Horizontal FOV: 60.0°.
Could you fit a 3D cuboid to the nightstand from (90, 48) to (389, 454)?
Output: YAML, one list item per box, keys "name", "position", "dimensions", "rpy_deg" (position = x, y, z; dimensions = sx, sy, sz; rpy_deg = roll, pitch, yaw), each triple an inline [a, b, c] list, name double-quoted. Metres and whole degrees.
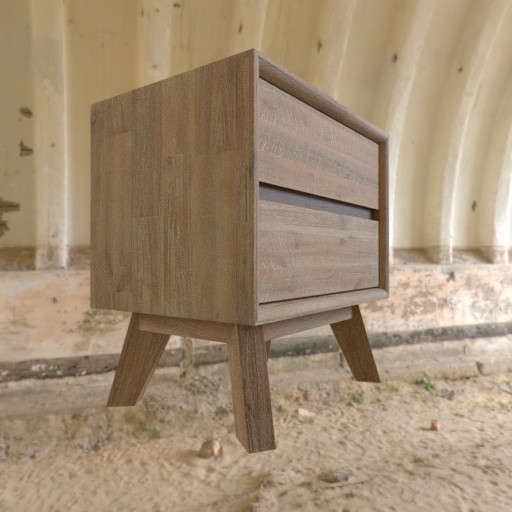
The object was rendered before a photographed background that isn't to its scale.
- name: "nightstand"
  position: [0.000, 0.000, 0.968]
  dimensions: [0.396, 0.589, 0.552]
  rpy_deg: [0, 0, 36]
